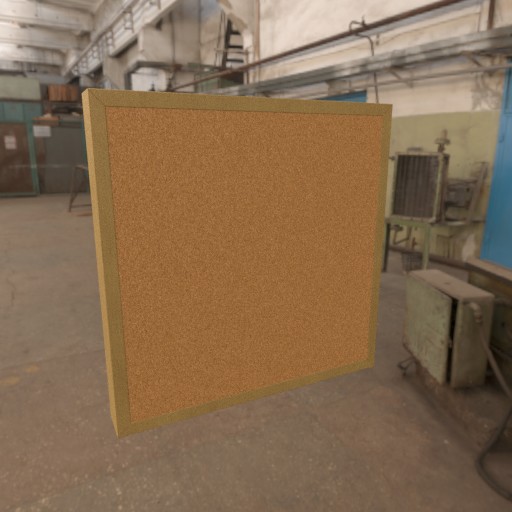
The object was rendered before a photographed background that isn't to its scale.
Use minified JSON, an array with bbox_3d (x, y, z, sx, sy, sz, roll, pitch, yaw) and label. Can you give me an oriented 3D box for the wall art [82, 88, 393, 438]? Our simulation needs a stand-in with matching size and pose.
[{"bbox_3d":[0.000,0.000,0.455,0.305,0.305,0.038,-7,16,-26],"label":"wall art"}]
